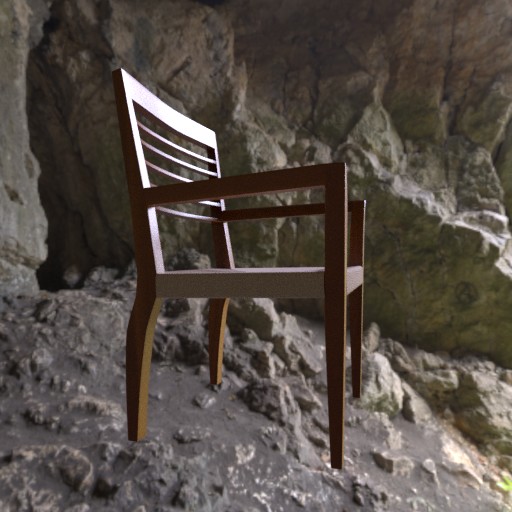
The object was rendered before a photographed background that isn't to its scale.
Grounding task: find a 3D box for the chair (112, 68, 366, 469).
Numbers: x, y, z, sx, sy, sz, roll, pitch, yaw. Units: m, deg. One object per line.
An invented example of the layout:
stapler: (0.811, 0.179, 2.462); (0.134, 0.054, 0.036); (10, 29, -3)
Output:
chair: (0.000, 0.000, 1.199); (0.540, 0.855, 0.587); (0, 0, 18)
